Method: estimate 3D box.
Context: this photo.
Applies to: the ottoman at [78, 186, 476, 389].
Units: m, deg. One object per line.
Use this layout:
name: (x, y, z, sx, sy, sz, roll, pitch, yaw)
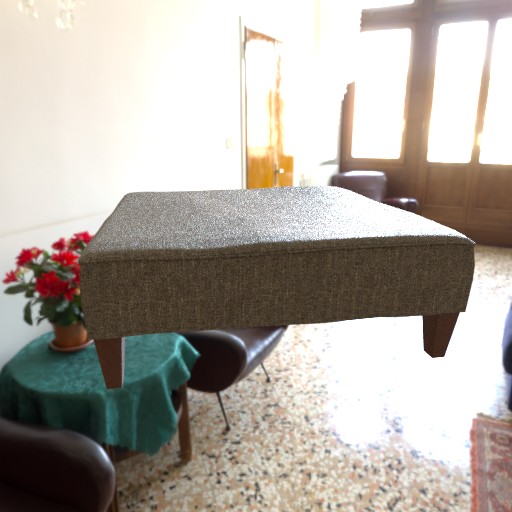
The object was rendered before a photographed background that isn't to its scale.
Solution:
ottoman: (0.000, 0.000, 1.545, 0.981, 0.379, 1.016, -3, 16, -10)
